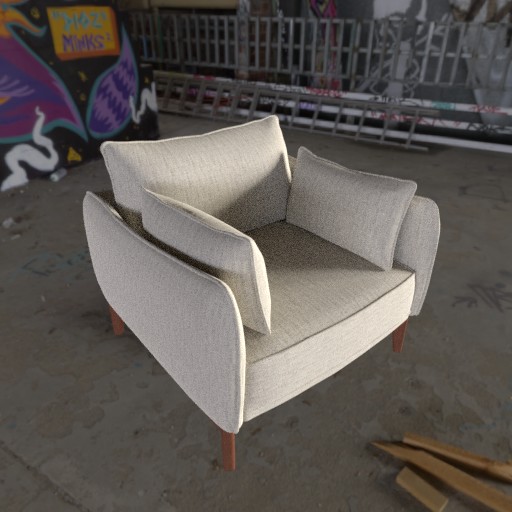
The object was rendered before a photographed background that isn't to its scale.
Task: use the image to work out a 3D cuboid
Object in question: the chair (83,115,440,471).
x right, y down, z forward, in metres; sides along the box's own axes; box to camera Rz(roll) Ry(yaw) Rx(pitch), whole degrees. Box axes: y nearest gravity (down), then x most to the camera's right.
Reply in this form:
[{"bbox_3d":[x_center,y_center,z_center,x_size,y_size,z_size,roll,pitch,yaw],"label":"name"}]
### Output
[{"bbox_3d":[0.000,0.000,1.707,0.994,0.855,0.991,-22,36,-33],"label":"chair"}]
